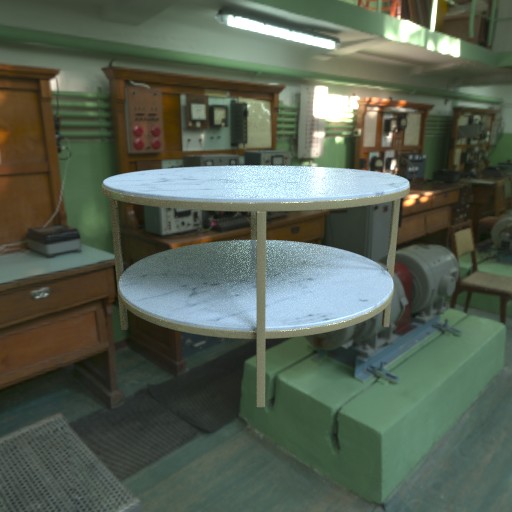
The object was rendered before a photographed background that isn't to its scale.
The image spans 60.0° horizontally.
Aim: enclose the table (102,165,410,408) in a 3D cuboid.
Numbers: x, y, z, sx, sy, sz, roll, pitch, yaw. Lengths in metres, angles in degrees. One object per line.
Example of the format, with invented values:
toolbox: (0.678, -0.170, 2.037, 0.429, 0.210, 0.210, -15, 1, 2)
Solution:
table: (0.000, 0.000, 1.272, 0.800, 0.450, 0.800, 0, 16, 0)
